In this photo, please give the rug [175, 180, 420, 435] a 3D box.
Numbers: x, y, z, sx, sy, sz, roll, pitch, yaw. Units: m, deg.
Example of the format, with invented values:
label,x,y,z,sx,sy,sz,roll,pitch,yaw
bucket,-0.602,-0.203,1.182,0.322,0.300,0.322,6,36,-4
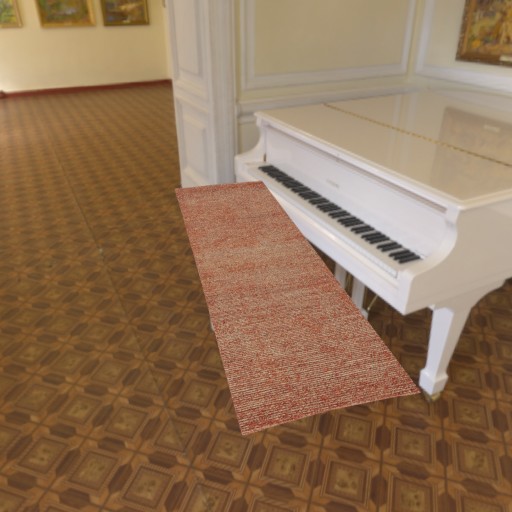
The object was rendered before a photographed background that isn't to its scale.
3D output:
label,x,y,z,sx,sy,sz,roll,pitch,yaw
rug,0.000,0.000,2.611,0.718,0.013,2.353,-8,32,-13
